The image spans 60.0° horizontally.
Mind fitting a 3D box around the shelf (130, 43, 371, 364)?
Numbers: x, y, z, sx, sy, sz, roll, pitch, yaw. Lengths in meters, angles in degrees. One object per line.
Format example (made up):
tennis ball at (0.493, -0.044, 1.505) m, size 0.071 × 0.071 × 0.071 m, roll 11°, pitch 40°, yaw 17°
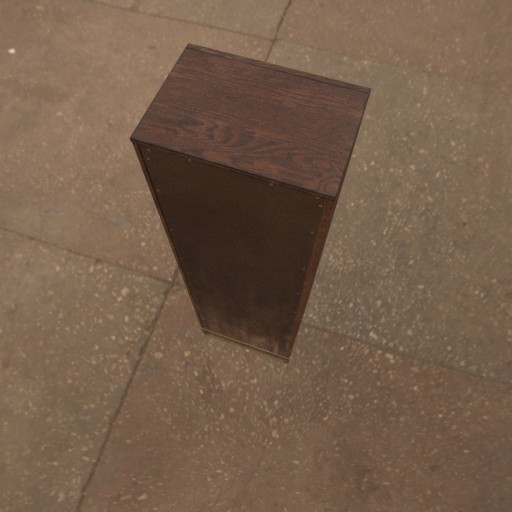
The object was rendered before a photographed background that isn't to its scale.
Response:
shelf at (0.000, 0.000, 1.933) m, size 0.539 × 1.732 × 0.395 m, roll 18°, pitch 65°, yaw 9°
